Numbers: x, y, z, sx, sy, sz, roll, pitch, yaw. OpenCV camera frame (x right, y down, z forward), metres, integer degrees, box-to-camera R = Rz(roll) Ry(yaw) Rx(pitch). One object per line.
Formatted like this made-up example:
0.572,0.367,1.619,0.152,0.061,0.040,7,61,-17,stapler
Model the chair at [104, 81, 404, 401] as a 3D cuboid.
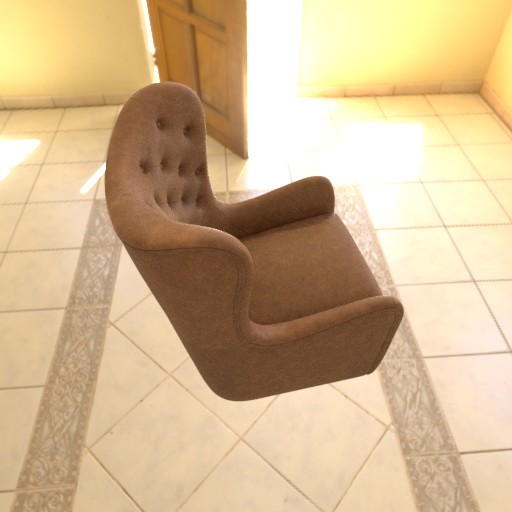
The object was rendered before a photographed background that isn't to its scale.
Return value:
0.000,0.000,1.711,0.930,1.079,0.831,-10,48,-9,chair
